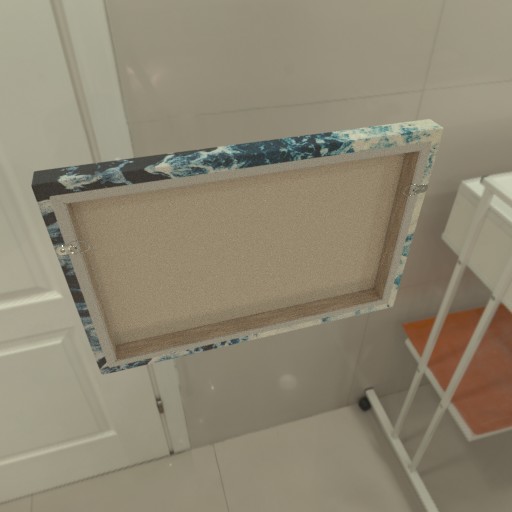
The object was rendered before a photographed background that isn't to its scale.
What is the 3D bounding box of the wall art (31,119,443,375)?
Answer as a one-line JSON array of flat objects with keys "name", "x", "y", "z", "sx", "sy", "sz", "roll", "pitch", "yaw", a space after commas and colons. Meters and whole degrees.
[{"name": "wall art", "x": 0.000, "y": 0.000, "z": 0.773, "sx": 0.609, "sy": 0.407, "sz": 0.043, "roll": -11, "pitch": 41, "yaw": -13}]
